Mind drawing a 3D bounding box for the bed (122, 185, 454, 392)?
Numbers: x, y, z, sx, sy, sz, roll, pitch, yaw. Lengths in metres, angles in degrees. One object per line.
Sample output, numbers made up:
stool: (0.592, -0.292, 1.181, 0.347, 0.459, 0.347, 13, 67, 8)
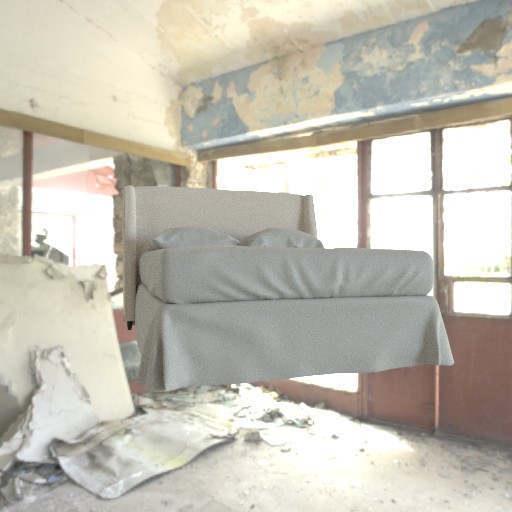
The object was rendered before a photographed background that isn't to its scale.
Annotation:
bed: (0.000, 0.000, 3.395, 1.925, 1.332, 2.276, 0, 0, -18)
